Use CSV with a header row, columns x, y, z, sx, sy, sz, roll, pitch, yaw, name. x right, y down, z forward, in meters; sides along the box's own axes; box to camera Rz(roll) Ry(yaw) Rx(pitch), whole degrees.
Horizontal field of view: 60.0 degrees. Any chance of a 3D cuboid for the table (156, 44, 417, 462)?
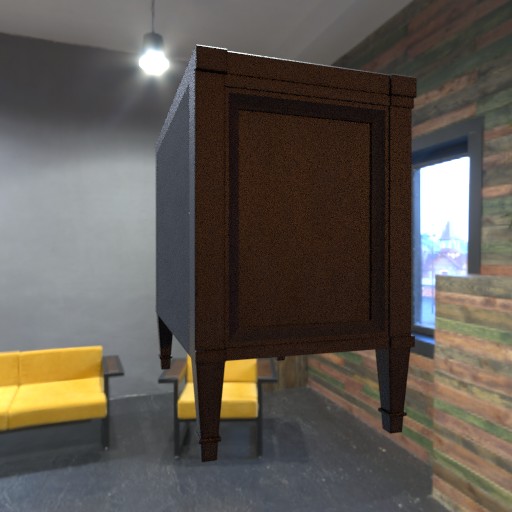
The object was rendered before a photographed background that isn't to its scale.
x,y,z,sx,sy,sz,roll,pitch,yaw,name
0.000,0.000,1.067,0.413,0.660,0.660,0,0,-18,table
